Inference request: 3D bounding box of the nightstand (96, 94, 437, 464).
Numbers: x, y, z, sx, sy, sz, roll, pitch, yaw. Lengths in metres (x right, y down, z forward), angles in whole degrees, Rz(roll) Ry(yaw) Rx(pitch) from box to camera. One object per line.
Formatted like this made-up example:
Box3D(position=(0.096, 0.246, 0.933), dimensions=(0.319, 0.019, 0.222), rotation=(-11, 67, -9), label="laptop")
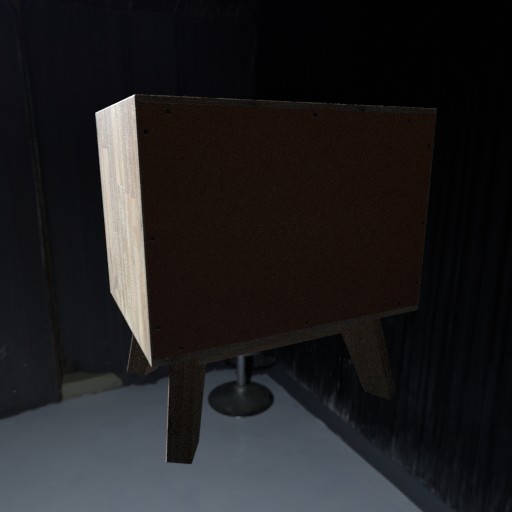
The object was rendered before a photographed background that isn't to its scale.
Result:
Box3D(position=(0.000, 0.000, 0.944), dimensions=(0.552, 0.589, 0.396), rotation=(-7, 16, -25), label="nightstand")
